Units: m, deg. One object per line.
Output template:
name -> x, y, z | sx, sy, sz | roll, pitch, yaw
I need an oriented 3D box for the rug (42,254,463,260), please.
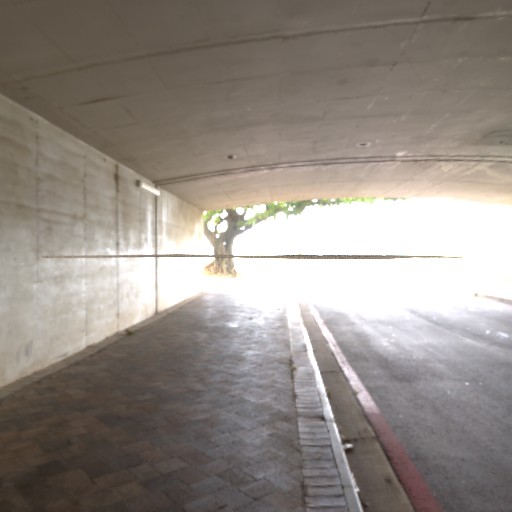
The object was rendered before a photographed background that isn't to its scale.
rug -> 0.000, 0.000, 4.953 | 3.778, 0.053, 2.873 | 0, 0, 36
